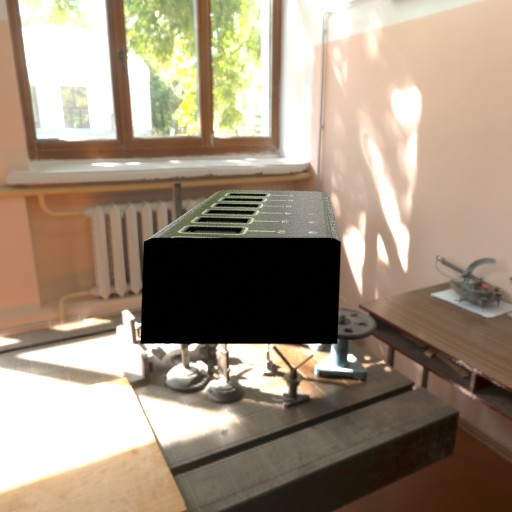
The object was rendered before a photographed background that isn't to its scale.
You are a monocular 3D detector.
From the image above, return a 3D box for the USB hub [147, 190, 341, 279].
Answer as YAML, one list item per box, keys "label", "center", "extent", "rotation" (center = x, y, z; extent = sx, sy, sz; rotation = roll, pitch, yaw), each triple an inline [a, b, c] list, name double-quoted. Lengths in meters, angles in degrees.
- label: "USB hub"
  center: [0.000, 0.000, 0.127]
  extent: [0.044, 0.023, 0.110]
  rotation: [2, 16, 7]
